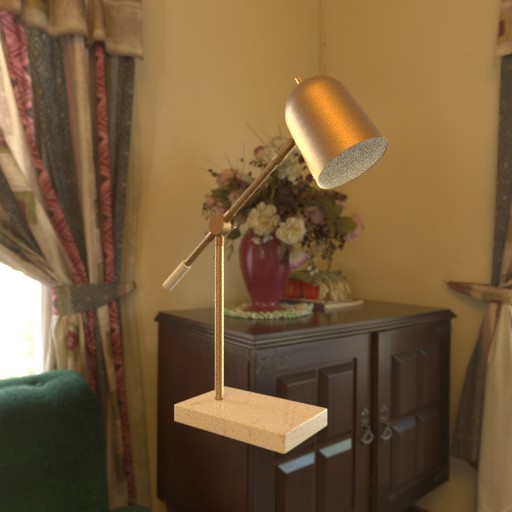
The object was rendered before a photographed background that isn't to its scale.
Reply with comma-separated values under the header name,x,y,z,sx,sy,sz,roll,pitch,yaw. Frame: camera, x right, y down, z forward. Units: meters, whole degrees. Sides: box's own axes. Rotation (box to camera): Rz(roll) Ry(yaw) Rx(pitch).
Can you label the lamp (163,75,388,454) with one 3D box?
name,x,y,z,sx,sy,sz,roll,pitch,yaw
lamp,0.000,0.000,0.794,0.471,0.603,0.144,0,-1,36
